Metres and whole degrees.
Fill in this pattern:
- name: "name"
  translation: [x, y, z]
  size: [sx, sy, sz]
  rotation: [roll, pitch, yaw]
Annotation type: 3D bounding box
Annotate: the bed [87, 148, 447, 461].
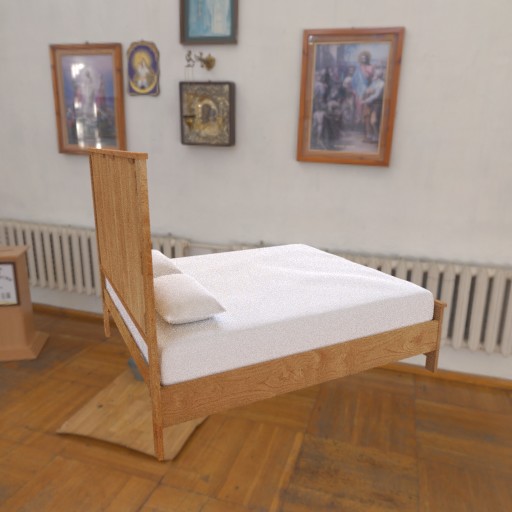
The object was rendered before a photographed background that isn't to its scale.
- name: "bed"
  translation: [0.000, 0.000, 4.112]
  size: [2.530, 1.938, 2.225]
  rotation: [-7, 16, -26]
